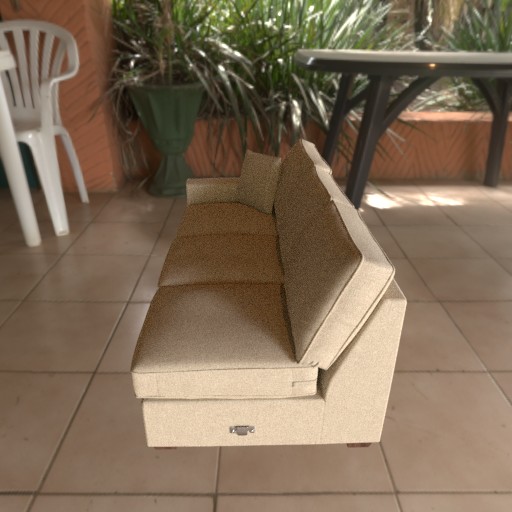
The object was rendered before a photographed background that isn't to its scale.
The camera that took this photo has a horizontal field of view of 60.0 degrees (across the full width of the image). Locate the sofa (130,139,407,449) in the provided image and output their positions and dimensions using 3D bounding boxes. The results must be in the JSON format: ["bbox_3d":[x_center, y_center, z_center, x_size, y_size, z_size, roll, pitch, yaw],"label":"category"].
[{"bbox_3d":[0.000,0.000,2.537,1.034,0.946,1.962,-1,27,-1],"label":"sofa"}]
